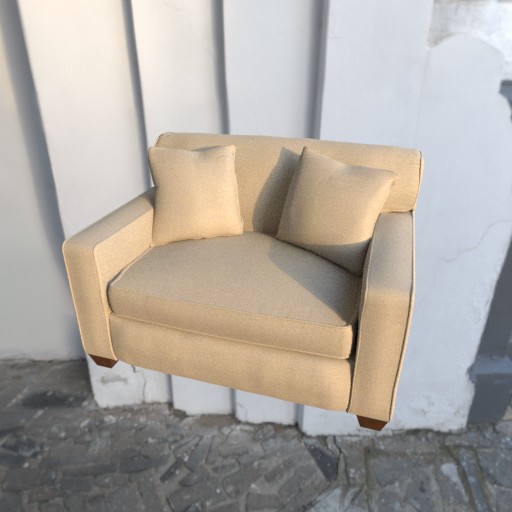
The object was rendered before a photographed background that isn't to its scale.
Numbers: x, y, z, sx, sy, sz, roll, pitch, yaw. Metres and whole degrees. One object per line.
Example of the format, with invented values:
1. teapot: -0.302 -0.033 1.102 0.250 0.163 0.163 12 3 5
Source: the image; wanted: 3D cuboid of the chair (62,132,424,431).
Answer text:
1. chair: 0.000 0.000 2.071 1.383 0.948 1.000 8 28 15
